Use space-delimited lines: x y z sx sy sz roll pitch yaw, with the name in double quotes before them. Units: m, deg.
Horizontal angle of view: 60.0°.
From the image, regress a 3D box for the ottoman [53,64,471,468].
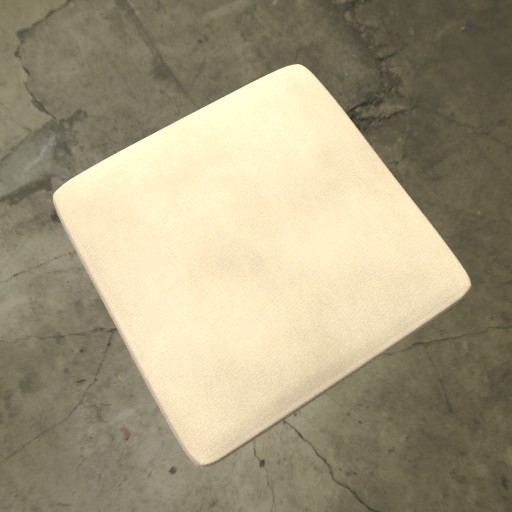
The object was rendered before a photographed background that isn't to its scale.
"ottoman" 0.000 0.000 1.317 0.843 0.441 0.842 -31 76 -8
